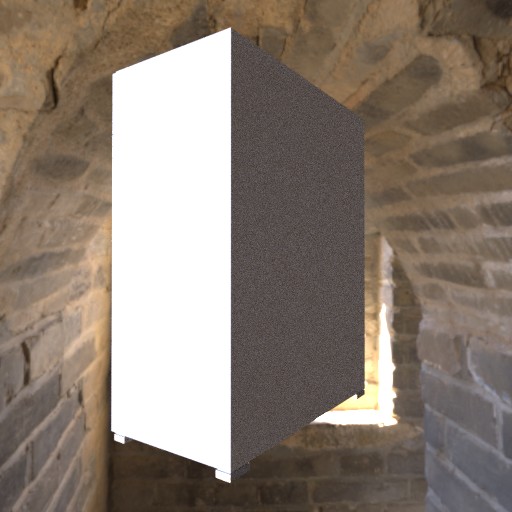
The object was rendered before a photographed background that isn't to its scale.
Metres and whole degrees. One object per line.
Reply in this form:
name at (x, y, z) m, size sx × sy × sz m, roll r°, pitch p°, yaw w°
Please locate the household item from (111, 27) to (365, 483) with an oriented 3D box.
household item at (0.000, 0.000, 1.426) m, size 0.420 × 1.010 × 0.790 m, roll 0°, pitch -1°, yaw 35°
